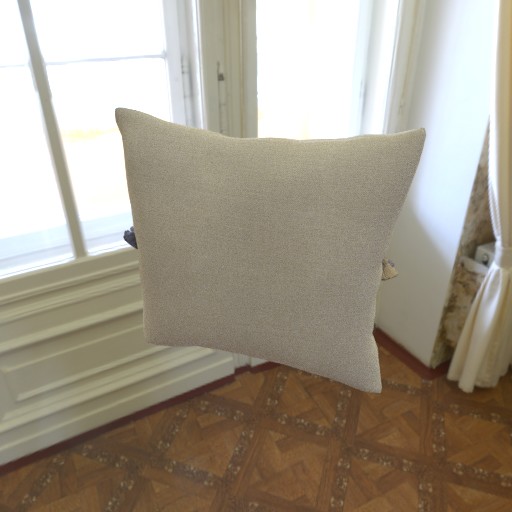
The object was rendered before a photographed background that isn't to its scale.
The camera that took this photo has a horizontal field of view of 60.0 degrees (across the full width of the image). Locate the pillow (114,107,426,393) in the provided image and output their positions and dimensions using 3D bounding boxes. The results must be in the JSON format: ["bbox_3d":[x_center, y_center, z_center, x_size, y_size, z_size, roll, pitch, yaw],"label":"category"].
[{"bbox_3d":[0.000,0.000,0.769,0.489,0.481,0.165,9,31,15],"label":"pillow"}]
